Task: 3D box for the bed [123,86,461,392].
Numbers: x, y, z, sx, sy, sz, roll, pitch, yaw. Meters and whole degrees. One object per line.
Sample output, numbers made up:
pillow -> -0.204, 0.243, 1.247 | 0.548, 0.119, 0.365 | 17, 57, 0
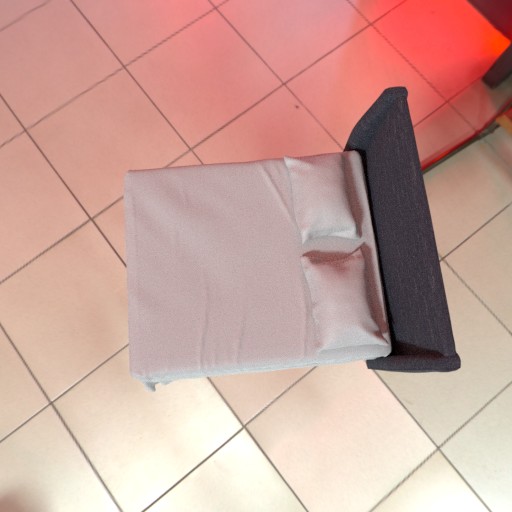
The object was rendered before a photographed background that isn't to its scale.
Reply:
bed -> 0.000, 0.000, 3.425 | 2.276, 1.332, 1.925 | -5, 77, -1
